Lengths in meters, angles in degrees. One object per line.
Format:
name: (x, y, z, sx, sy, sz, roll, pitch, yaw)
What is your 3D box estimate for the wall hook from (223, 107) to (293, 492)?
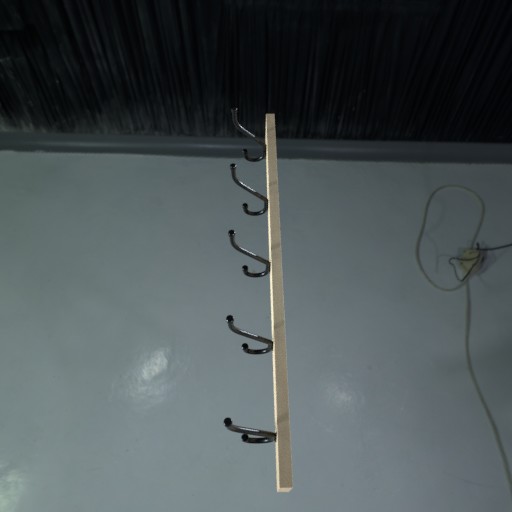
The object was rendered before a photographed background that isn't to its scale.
wall hook: (0.000, 0.000, 0.614, 0.071, 0.117, 0.571, -1, 58, 0)
